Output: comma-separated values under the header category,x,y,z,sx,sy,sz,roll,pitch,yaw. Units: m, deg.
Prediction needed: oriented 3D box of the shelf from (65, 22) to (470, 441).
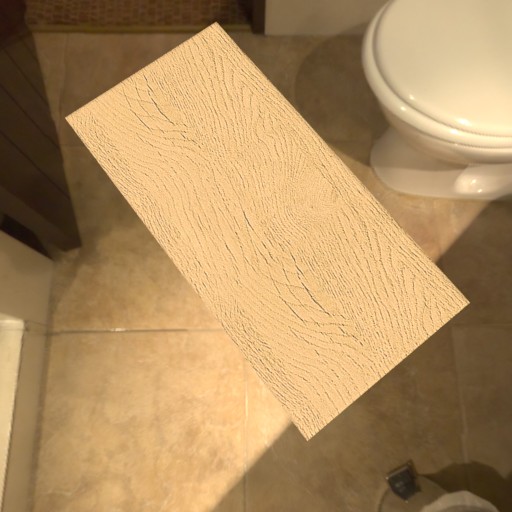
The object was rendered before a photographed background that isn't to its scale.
category,x,y,z,sx,sy,sz,roll,pitch,yaw
shelf,0.000,0.000,1.250,0.390,0.786,0.790,-37,78,-9
